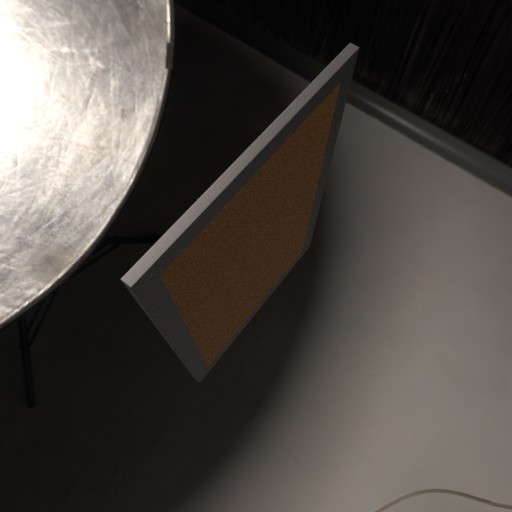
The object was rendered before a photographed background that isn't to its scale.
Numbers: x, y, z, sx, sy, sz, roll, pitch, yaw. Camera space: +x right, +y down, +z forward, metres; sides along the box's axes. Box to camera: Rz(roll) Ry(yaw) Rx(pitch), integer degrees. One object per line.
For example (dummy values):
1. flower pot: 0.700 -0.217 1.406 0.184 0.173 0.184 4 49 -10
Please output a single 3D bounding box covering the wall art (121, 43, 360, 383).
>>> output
1. wall art: 0.000 0.000 0.700 0.013 0.534 0.380 35 70 15
